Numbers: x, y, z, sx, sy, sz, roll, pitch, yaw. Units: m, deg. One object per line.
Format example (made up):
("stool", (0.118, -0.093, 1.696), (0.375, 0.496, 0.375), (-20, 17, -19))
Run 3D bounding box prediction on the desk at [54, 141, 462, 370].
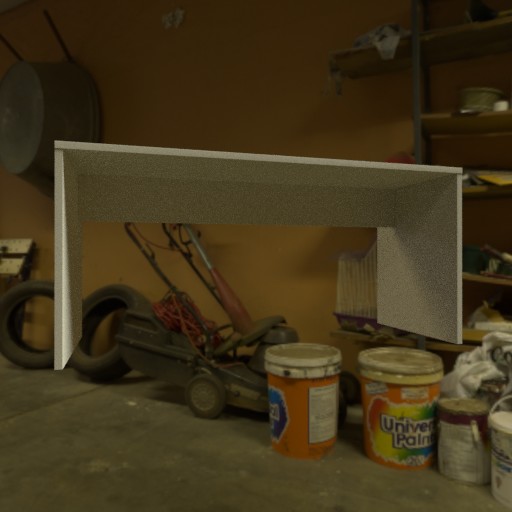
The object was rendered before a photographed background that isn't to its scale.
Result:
("desk", (0.000, 0.000, 2.053), (1.600, 0.750, 0.802), (0, 0, -16))
